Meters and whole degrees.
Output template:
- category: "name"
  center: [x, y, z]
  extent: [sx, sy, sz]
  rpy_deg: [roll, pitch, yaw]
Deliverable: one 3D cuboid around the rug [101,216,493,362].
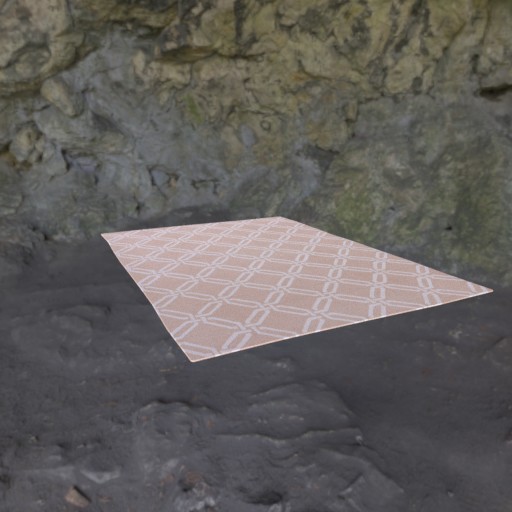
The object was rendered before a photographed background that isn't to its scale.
- category: "rug"
  center: [0.000, 0.000, 4.322]
  extent: [2.452, 0.020, 3.365]
  rpy_deg: [-8, 18, -25]
